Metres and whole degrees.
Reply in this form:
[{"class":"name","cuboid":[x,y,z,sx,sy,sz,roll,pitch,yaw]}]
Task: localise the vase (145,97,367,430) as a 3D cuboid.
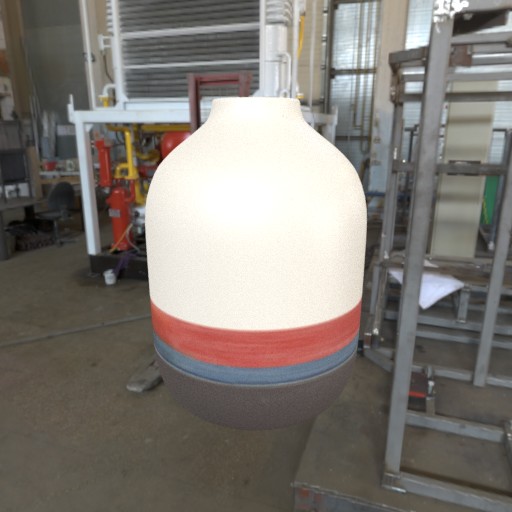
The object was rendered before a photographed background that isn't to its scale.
[{"class":"vase","cuboid":[0.000,0.000,0.356,0.169,0.237,0.169,0,16,0]}]
